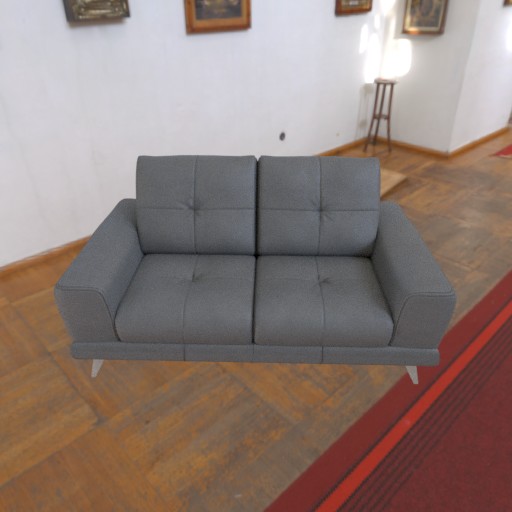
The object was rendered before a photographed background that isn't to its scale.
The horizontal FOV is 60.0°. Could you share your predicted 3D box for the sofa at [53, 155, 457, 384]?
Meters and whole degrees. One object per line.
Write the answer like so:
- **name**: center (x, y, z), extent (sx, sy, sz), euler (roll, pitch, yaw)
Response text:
- **sofa**: center (0.000, 0.000, 2.382), extent (1.806, 0.907, 1.018), euler (1, 30, 1)
